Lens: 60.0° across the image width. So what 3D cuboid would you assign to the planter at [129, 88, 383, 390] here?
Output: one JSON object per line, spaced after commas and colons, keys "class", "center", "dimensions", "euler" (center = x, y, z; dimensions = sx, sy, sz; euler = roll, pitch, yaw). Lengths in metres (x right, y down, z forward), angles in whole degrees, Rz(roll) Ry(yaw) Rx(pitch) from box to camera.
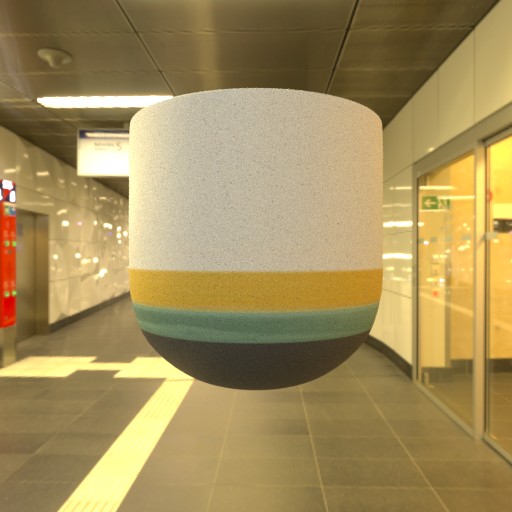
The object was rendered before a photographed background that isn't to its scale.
{"class": "planter", "center": [0.000, 0.000, 0.486], "dimensions": [0.268, 0.270, 0.268], "euler": [0, 0, 0]}
